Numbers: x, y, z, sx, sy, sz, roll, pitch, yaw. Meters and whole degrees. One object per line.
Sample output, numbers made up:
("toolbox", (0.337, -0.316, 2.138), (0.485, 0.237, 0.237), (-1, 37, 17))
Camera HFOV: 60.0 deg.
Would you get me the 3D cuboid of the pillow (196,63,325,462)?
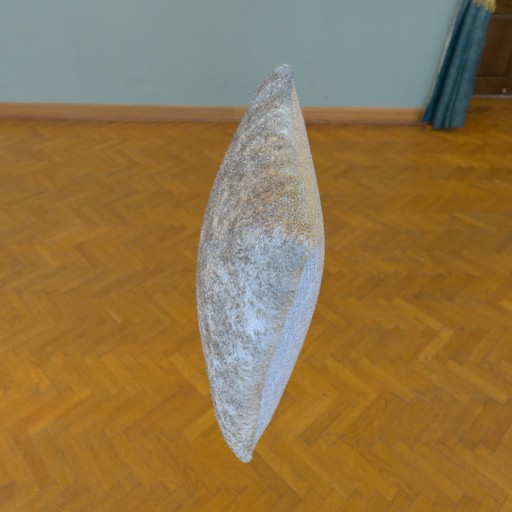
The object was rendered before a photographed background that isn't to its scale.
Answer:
("pillow", (0.000, 0.000, 0.803), (0.218, 0.515, 0.529), (0, 41, 0))
